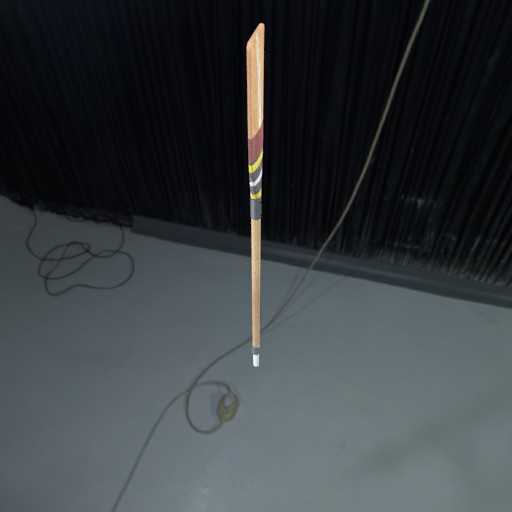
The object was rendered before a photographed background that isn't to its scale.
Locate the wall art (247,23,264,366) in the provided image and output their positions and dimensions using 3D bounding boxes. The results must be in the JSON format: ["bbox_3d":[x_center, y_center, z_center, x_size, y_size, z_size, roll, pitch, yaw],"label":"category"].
[{"bbox_3d":[0.000,0.000,1.633,0.038,1.556,0.146,10,47,9],"label":"wall art"}]
